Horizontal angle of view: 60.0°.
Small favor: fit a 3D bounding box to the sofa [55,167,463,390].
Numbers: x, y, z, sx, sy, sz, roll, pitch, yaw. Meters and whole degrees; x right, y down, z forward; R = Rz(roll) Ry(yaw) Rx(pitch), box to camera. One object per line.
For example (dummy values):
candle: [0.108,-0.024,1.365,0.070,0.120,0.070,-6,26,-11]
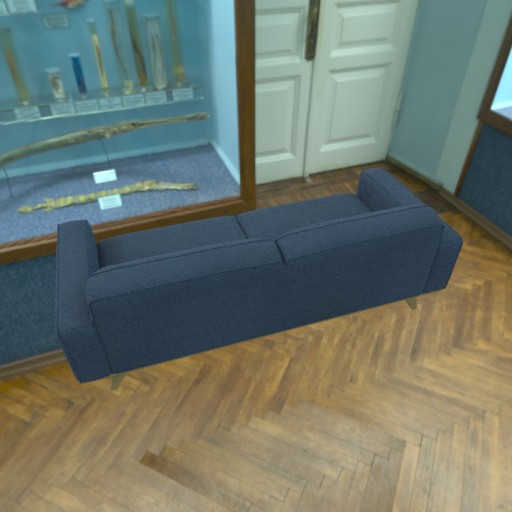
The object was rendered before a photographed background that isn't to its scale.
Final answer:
sofa: [0.000,0.000,2.740,2.270,0.782,0.953,-12,42,-14]
